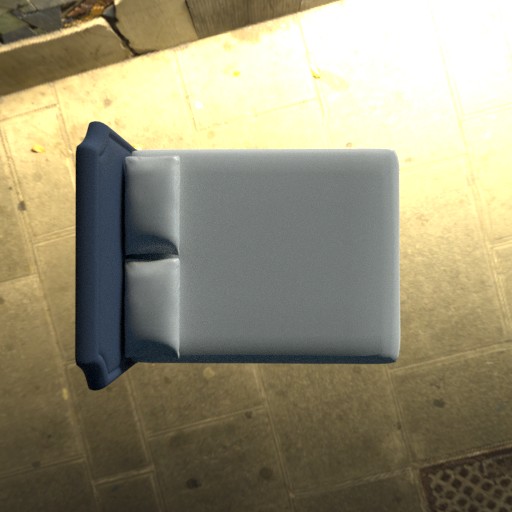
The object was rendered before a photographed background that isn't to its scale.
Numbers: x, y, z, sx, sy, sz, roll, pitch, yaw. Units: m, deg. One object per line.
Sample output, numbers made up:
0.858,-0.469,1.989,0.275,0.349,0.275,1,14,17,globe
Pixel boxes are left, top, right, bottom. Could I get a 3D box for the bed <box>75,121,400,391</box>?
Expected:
0.000,0.000,3.384,2.260,1.297,1.831,0,90,1,bed
